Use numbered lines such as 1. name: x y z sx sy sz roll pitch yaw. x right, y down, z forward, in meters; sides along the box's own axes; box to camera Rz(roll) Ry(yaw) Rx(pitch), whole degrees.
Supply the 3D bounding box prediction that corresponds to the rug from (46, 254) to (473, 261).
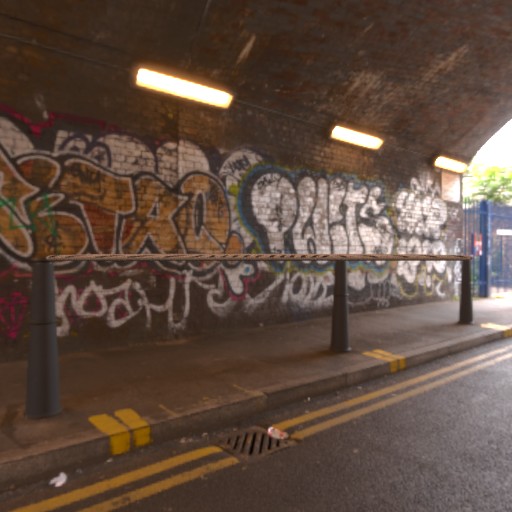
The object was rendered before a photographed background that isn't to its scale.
1. rug: 0.000 0.000 3.105 1.829 0.028 2.449 0 0 -1
